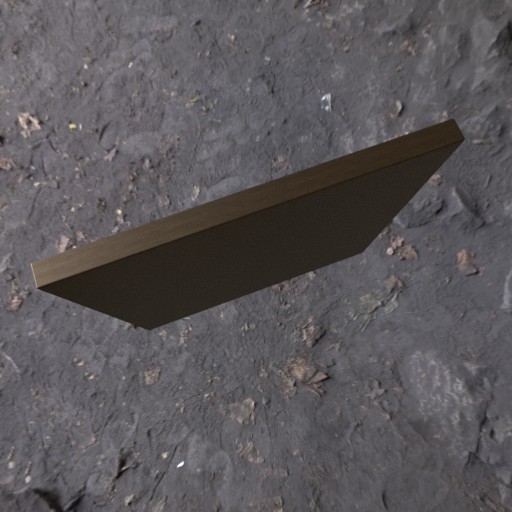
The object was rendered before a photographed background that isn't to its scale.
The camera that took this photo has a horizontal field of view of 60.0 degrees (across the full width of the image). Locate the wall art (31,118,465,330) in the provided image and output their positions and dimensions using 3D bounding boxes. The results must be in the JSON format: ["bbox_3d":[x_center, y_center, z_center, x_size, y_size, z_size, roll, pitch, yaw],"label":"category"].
[{"bbox_3d":[0.000,0.000,0.736,0.503,0.506,0.030,-20,76,-5],"label":"wall art"}]
